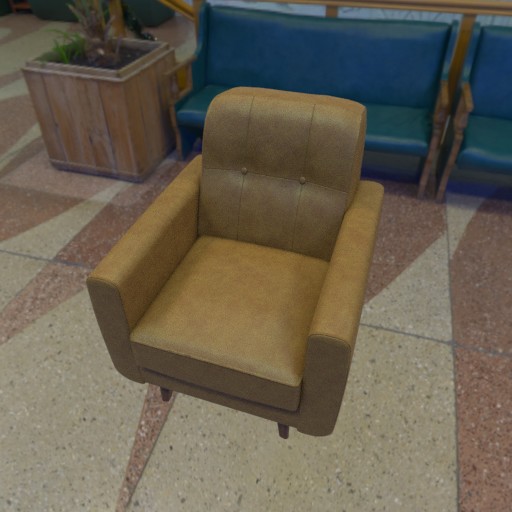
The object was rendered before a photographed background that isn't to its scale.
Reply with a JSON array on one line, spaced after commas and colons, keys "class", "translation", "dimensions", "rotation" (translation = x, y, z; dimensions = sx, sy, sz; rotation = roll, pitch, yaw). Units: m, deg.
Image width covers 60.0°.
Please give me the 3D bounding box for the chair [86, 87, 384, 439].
[{"class": "chair", "translation": [0.000, 0.000, 1.684], "dimensions": [0.845, 0.968, 0.942], "rotation": [12, 41, 14]}]
